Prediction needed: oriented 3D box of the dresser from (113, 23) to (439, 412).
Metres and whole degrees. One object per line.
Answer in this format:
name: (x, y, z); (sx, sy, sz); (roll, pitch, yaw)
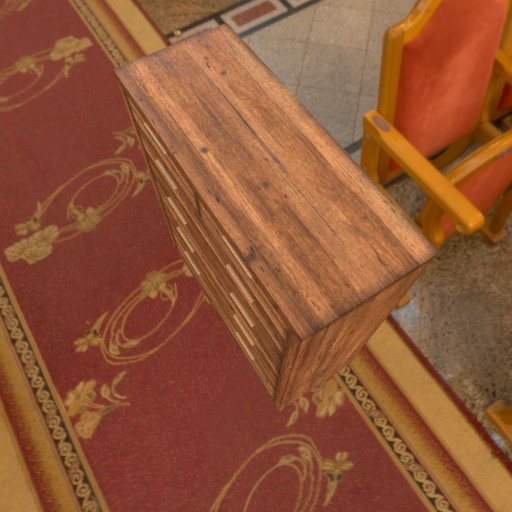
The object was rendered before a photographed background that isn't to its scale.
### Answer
dresser: (0.000, 0.000, 1.894); (0.438, 1.359, 1.067); (-30, 67, -14)
